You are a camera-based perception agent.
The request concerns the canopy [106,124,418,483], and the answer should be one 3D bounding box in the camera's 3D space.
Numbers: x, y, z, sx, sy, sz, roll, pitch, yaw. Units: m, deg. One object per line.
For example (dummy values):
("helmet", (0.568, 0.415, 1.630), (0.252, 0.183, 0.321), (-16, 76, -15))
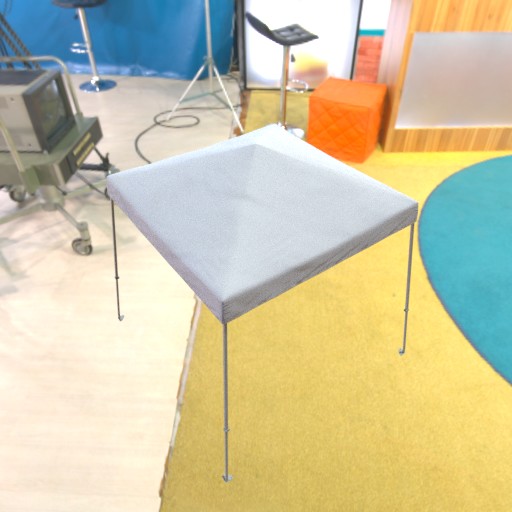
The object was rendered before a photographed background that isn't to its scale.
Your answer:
("canopy", (0.000, 0.000, 5.227), (2.849, 2.850, 2.850), (-25, 46, -27))
